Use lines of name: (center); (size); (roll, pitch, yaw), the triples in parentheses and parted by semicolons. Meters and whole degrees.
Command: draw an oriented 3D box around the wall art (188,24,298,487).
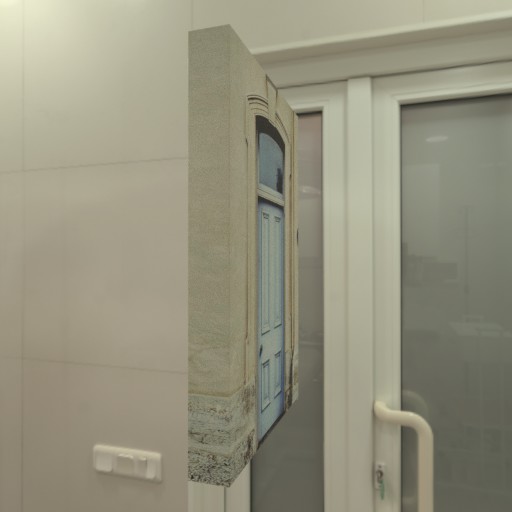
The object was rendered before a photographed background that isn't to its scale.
wall art: (0.000, 0.000, 0.490); (0.038, 0.381, 0.254); (0, 0, 18)
